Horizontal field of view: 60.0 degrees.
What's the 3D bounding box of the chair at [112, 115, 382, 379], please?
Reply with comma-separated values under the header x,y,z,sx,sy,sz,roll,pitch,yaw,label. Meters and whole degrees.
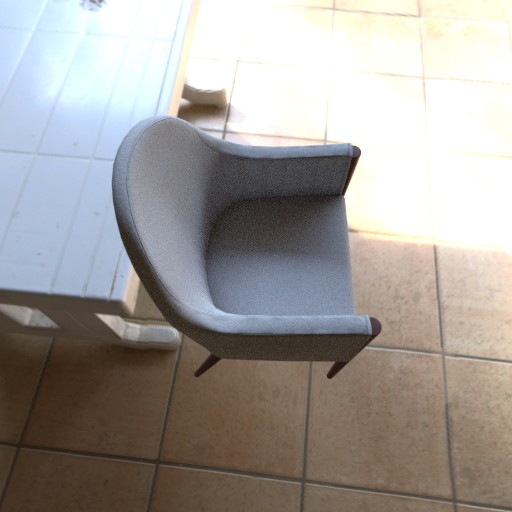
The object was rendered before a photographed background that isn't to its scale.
x,y,z,sx,sy,sz,roll,pitch,yaw,label
0.000,0.000,1.346,0.620,0.889,0.610,1,64,0,chair
